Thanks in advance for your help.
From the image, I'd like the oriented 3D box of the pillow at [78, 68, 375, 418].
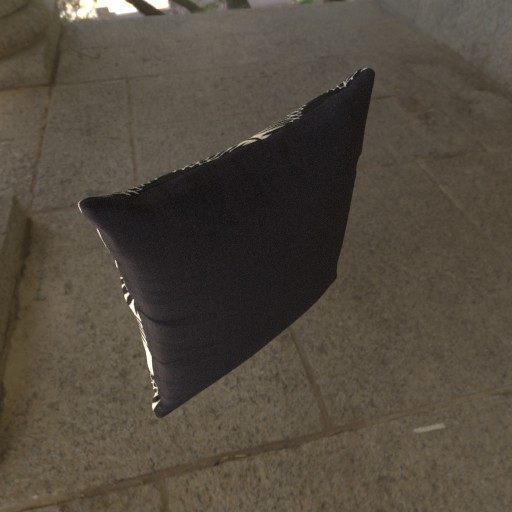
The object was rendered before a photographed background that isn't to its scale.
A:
[{"bbox_3d":[0.000,0.000,0.650,0.432,0.432,0.139,-34,55,-28],"label":"pillow"}]
